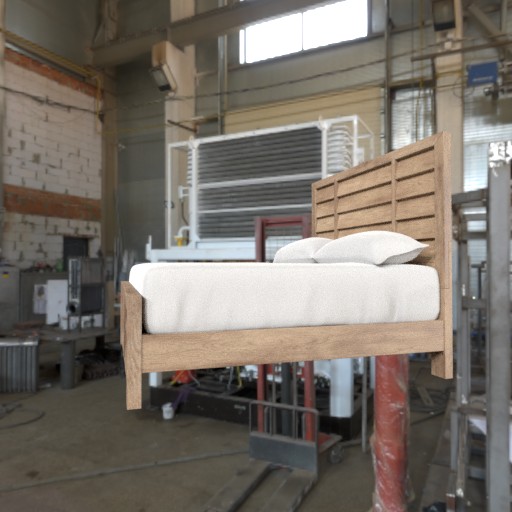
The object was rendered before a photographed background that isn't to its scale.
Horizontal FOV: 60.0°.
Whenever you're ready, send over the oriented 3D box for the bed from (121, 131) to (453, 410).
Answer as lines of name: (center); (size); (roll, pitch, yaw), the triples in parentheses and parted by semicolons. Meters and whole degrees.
bed: (0.000, 0.000, 3.567); (2.062, 1.626, 2.032); (0, -1, -18)
